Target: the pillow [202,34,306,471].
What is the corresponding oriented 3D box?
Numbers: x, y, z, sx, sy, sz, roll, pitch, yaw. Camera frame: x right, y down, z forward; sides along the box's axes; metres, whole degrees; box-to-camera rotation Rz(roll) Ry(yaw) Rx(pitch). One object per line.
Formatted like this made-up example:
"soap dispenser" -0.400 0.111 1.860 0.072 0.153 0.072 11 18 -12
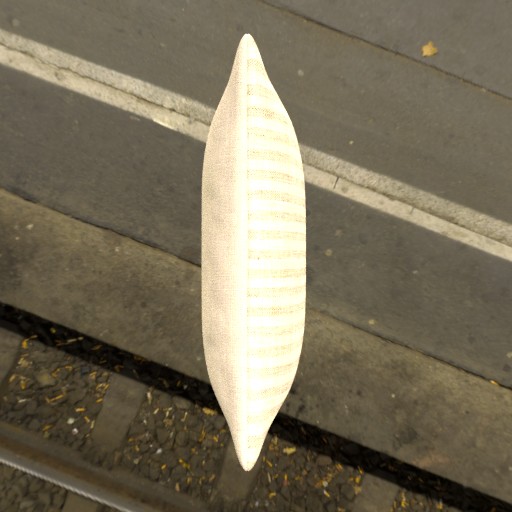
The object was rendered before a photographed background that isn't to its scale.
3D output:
"pillow" 0.000 0.000 0.772 0.166 0.510 0.523 0 90 1
